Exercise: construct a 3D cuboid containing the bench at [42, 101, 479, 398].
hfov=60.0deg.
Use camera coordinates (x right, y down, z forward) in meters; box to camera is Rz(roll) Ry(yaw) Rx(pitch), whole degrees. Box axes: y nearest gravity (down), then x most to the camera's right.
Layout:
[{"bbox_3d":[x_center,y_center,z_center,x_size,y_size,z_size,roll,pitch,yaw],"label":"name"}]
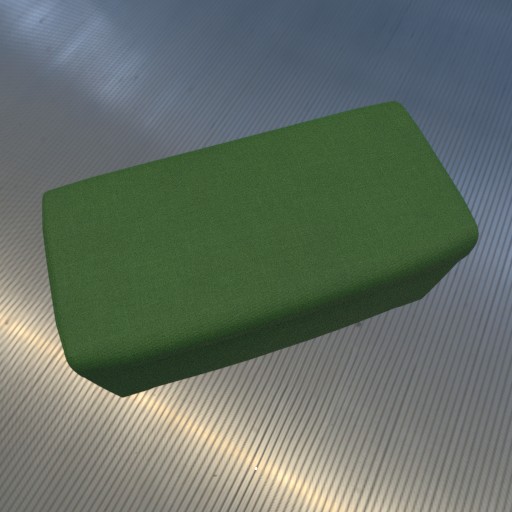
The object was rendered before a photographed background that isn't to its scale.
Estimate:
[{"bbox_3d":[0.000,0.000,1.258,0.989,0.501,0.505,-17,66,-8],"label":"bench"}]
